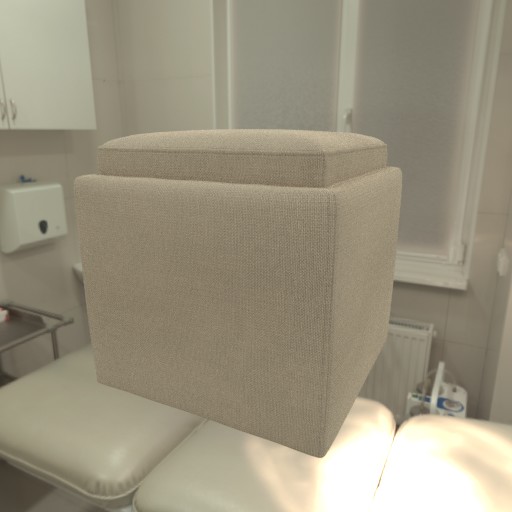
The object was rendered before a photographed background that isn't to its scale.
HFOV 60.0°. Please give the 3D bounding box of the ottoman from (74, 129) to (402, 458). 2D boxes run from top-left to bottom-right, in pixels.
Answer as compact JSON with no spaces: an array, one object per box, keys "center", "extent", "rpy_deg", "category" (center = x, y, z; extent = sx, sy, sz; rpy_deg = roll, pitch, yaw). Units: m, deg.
[{"center":[0.000,0.000,0.837],"extent":[0.451,0.460,0.450],"rpy_deg":[8,18,26],"category":"ottoman"}]
